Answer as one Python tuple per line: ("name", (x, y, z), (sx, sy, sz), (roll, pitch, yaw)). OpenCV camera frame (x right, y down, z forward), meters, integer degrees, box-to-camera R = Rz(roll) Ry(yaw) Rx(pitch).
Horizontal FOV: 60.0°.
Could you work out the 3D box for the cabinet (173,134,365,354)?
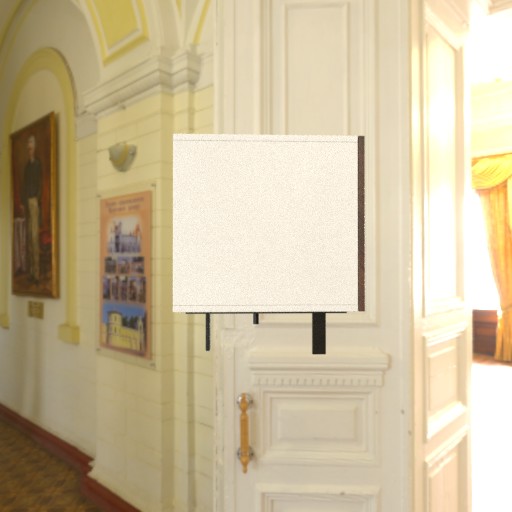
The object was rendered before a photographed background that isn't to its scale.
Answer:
("cabinet", (0.000, 0.000, 1.741), (0.431, 0.533, 1.499), (0, 0, -2))
